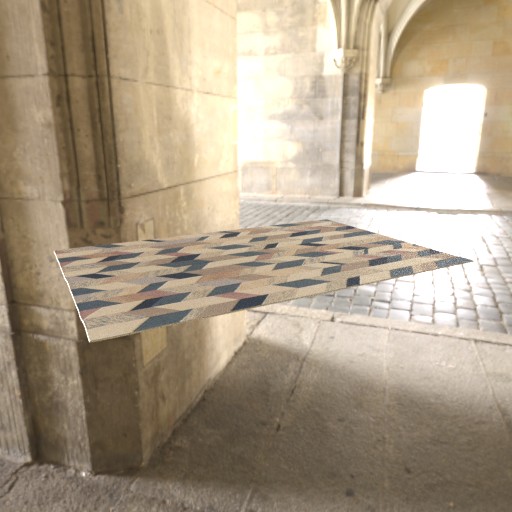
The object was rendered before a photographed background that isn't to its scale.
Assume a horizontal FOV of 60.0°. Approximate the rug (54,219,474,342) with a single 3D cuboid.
[{"bbox_3d":[0.000,0.000,2.280,1.813,0.006,1.202,-8,18,-27],"label":"rug"}]
